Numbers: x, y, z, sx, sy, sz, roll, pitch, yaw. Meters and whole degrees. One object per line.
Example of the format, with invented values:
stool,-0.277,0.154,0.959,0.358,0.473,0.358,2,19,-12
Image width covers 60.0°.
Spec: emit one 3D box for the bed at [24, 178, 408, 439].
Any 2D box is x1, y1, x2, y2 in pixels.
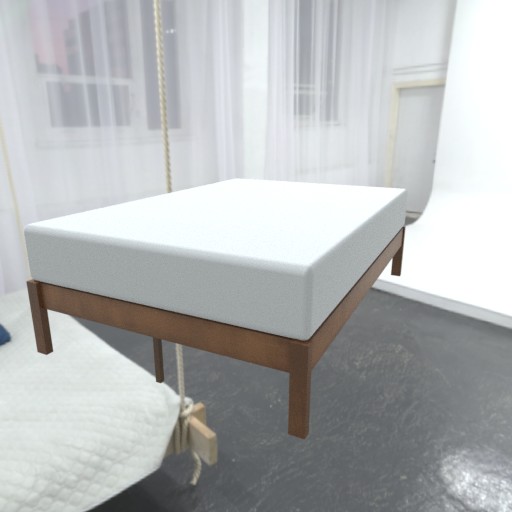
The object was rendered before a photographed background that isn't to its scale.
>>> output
bed,0.000,0.000,2.546,1.348,0.616,1.927,8,19,26
